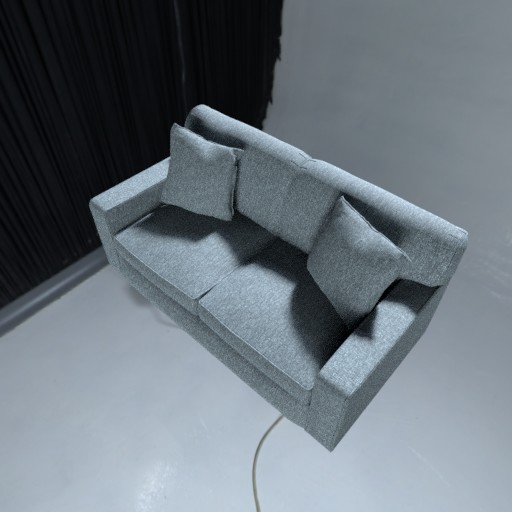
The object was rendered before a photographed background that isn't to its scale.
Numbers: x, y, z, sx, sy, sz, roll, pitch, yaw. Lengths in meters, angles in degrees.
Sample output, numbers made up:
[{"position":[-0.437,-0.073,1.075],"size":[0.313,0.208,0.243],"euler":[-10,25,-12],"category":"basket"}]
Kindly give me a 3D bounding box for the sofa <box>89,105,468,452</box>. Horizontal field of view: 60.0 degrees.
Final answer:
[{"position":[0.000,0.000,2.521],"size":[1.846,0.958,0.998],"euler":[33,55,28],"category":"sofa"}]
